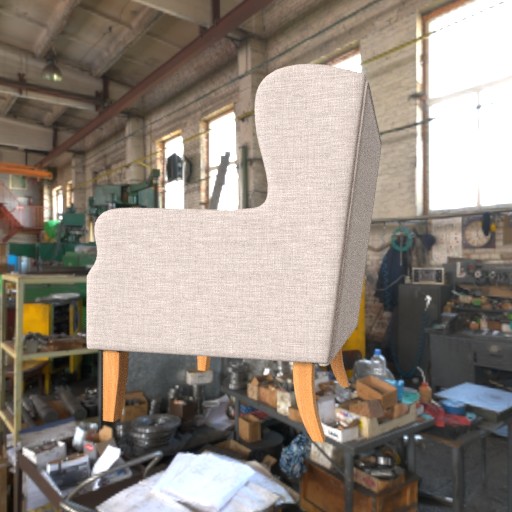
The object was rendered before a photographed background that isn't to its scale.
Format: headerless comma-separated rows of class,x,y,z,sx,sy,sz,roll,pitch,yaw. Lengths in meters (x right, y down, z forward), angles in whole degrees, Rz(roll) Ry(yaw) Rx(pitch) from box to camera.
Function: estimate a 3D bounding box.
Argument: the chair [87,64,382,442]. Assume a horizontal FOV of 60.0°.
chair,0.000,0.000,1.441,0.760,0.930,0.710,0,0,19
